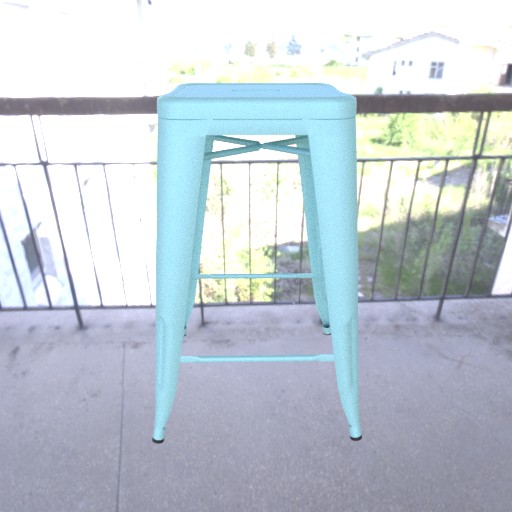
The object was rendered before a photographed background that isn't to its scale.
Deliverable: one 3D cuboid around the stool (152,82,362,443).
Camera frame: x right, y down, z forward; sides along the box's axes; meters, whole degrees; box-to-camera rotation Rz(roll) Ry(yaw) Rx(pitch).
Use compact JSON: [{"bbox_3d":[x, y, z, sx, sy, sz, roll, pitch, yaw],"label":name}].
[{"bbox_3d":[0.000,0.000,0.859,0.399,0.609,0.359,-1,26,-1],"label":"stool"}]
